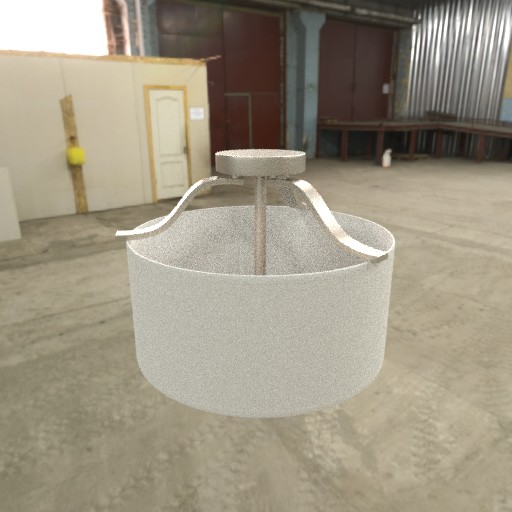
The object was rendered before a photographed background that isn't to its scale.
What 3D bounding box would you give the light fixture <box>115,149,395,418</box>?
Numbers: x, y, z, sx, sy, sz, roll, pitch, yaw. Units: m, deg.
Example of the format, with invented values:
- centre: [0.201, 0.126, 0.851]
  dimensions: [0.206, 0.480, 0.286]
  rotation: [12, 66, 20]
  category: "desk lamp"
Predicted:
- centre: [0.000, 0.000, 0.665]
  dimensions: [0.395, 0.304, 0.395]
  rotation: [0, 18, 0]
  category: "light fixture"
